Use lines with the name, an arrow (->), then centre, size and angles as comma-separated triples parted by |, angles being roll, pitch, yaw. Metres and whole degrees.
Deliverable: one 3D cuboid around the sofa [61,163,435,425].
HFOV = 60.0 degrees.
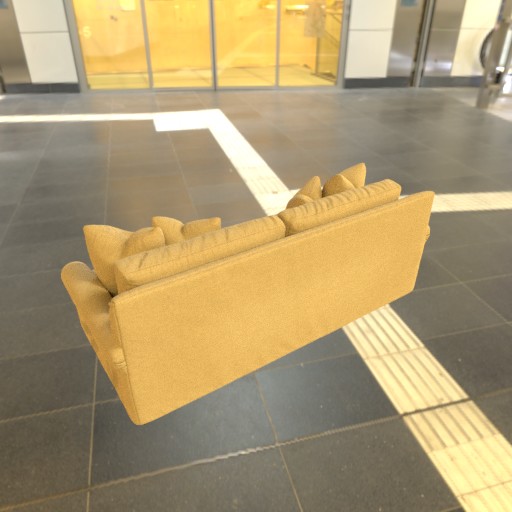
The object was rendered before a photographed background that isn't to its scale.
sofa -> 0.000, 0.000, 2.929 | 2.285, 0.904, 1.067 | -19, 36, -29
